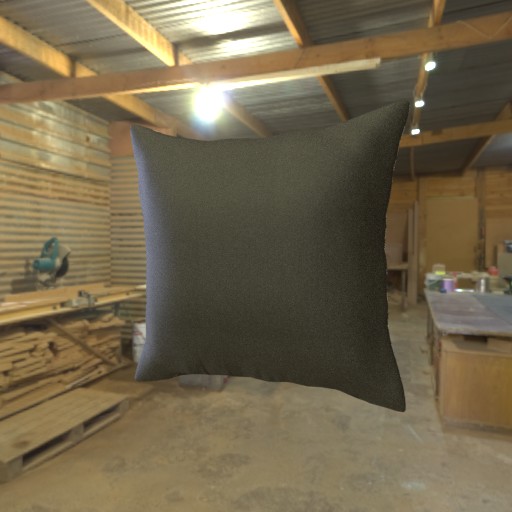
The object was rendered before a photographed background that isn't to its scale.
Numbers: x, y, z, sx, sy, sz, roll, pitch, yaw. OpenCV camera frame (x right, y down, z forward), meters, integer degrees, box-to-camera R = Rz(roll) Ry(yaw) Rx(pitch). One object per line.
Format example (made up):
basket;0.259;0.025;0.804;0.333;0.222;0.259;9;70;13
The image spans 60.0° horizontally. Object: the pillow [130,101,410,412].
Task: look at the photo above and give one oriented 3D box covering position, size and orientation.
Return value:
pillow;0.000;0.000;0.777;0.504;0.494;0.188;1;2;18
